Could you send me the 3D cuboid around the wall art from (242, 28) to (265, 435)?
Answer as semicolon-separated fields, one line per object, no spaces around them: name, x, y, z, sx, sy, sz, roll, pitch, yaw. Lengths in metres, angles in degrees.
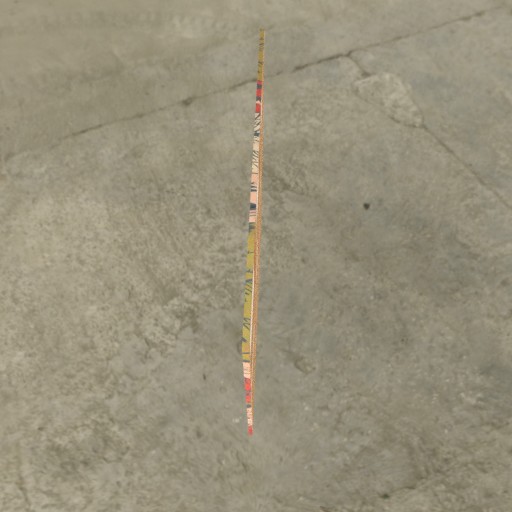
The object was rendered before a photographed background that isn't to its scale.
wall art;0.000;0.000;1.375;0.013;0.913;0.904;2;60;1
